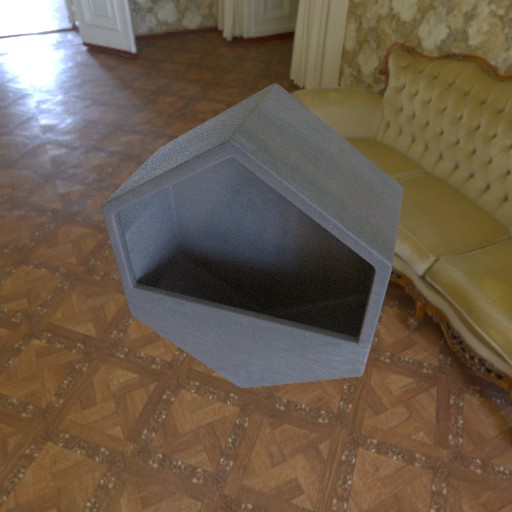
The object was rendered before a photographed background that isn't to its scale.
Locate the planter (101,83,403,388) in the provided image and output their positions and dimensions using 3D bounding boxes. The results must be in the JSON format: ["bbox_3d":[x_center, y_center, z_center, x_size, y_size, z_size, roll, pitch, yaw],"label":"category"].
[{"bbox_3d":[0.000,0.000,0.301,0.169,0.206,0.077,12,43,13],"label":"planter"}]
